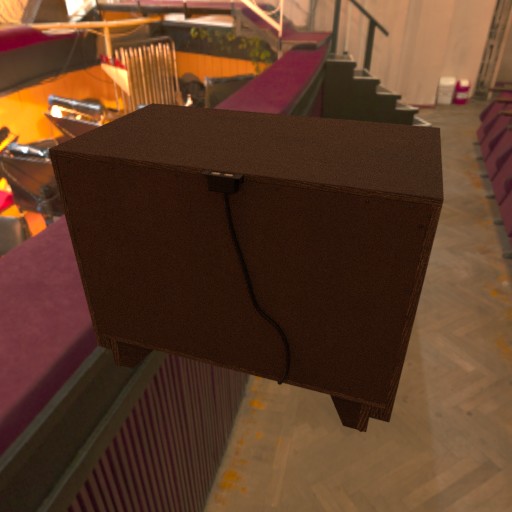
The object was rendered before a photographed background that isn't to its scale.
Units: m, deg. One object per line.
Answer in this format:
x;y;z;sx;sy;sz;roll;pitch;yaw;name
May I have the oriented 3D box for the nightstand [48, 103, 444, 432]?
0.000;0.000;1.142;0.775;0.612;0.457;10;33;16;nightstand
